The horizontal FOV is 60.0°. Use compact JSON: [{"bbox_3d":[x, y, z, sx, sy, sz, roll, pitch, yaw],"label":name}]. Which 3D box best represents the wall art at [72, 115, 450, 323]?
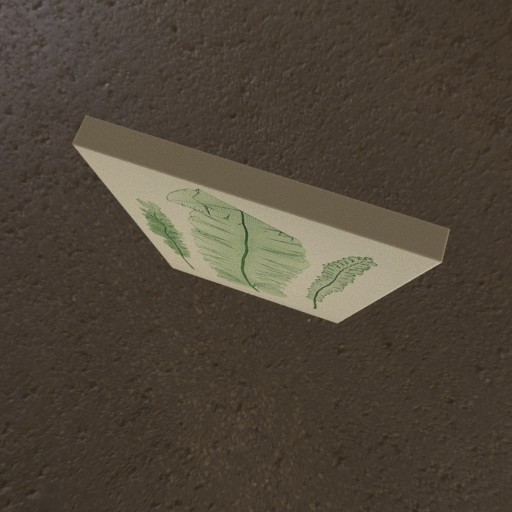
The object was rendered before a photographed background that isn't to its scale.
[{"bbox_3d":[0.000,0.000,0.773,0.418,0.608,0.038,18,76,5],"label":"wall art"}]
